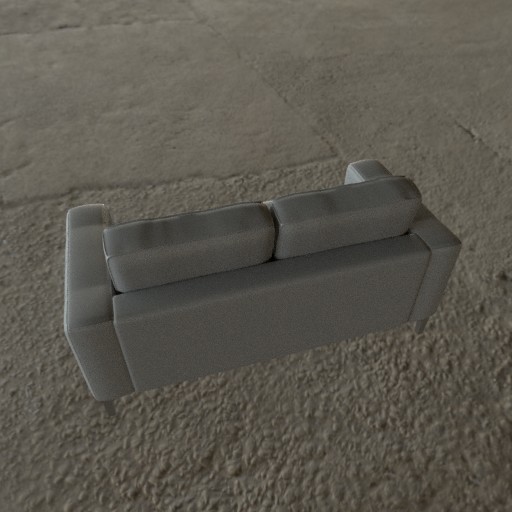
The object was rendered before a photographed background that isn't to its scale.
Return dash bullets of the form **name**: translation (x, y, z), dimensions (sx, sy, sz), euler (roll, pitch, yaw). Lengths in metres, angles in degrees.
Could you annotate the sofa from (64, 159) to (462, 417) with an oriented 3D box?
- **sofa**: translation (0.000, 0.000, 2.193), dimensions (1.726, 0.893, 0.833), euler (-11, 43, -13)
